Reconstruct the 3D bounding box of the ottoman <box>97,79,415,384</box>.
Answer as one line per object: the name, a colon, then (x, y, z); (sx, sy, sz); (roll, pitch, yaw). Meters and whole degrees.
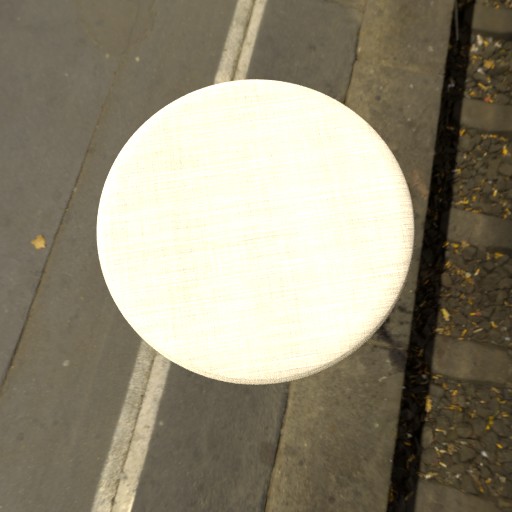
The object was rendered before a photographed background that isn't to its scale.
ottoman: (0.000, 0.000, 0.736); (0.400, 0.406, 0.400); (0, 76, 0)
